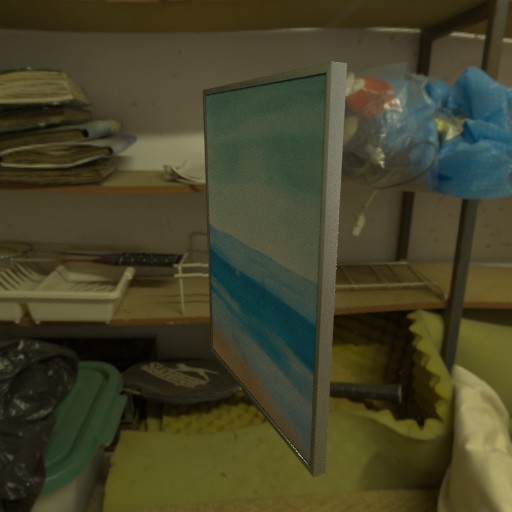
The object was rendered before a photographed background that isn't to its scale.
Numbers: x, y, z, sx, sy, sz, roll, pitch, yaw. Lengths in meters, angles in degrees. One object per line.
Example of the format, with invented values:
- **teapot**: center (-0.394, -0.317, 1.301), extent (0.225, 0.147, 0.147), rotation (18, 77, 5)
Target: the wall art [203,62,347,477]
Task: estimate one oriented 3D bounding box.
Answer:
- **wall art**: center (0.000, 0.000, 1.432), extent (0.041, 1.062, 0.803), rotation (-8, 18, -25)
